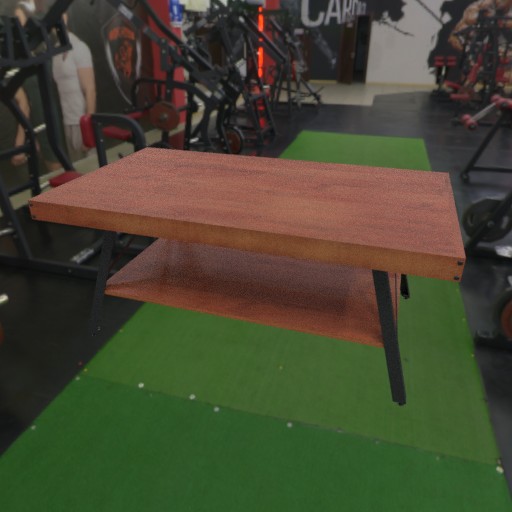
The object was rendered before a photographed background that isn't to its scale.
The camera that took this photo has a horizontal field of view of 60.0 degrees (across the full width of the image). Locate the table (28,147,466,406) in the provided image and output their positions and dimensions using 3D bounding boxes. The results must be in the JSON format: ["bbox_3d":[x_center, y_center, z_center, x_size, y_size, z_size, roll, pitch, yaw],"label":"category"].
[{"bbox_3d":[0.000,0.000,1.380,1.067,0.457,0.610,9,29,16],"label":"table"}]
